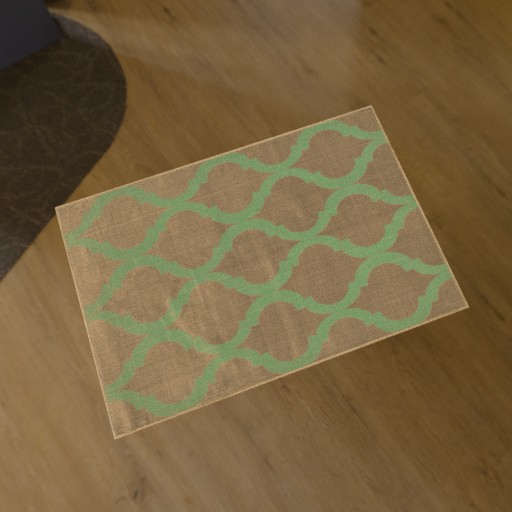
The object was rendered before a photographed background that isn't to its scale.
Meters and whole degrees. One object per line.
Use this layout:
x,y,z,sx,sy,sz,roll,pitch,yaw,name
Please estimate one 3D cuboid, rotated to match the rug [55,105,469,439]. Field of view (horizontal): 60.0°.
0.000,0.000,2.858,2.286,0.006,1.524,-19,76,-5,rug
